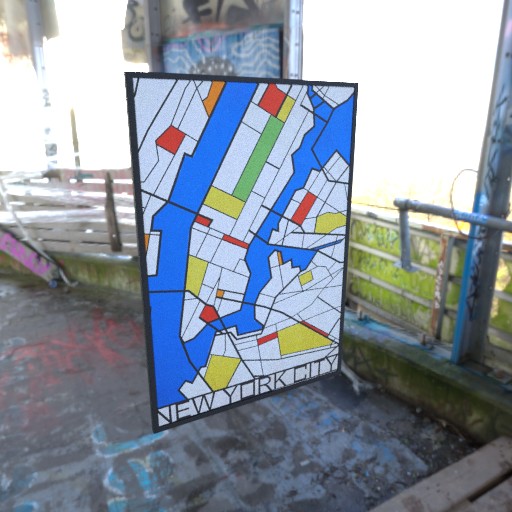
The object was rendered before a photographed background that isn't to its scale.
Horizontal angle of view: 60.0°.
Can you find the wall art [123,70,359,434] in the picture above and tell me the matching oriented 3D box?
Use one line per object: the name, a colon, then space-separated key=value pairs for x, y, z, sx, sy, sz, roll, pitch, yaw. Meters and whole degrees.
wall art: x=0.000 y=0.000 z=0.881 sx=0.460 sy=0.660 sz=0.013 roll=-9 pitch=19 yaw=-27
